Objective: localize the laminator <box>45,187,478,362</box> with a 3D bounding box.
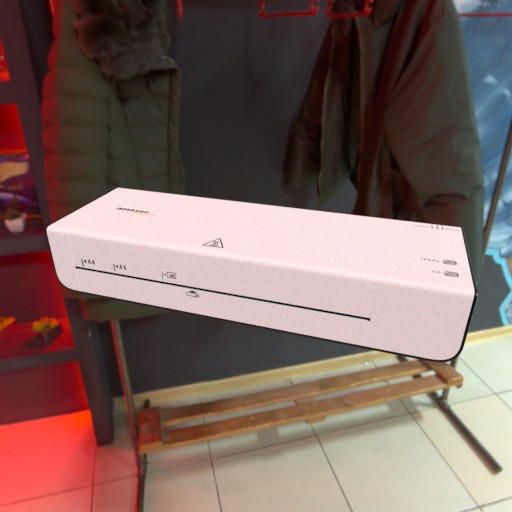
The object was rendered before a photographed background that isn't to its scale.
[{"bbox_3d":[0.000,0.000,0.396,0.340,0.062,0.123,9,29,16],"label":"laminator"}]
